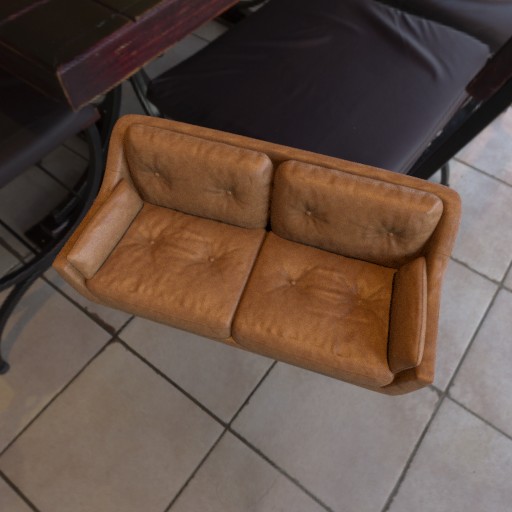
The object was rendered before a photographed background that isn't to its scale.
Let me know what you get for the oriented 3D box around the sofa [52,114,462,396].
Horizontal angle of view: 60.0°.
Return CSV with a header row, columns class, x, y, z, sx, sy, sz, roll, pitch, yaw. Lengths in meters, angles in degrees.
class,x,y,z,sx,sy,sz,roll,pitch,yaw
sofa,0.000,0.000,2.357,1.902,0.839,0.904,16,60,9
